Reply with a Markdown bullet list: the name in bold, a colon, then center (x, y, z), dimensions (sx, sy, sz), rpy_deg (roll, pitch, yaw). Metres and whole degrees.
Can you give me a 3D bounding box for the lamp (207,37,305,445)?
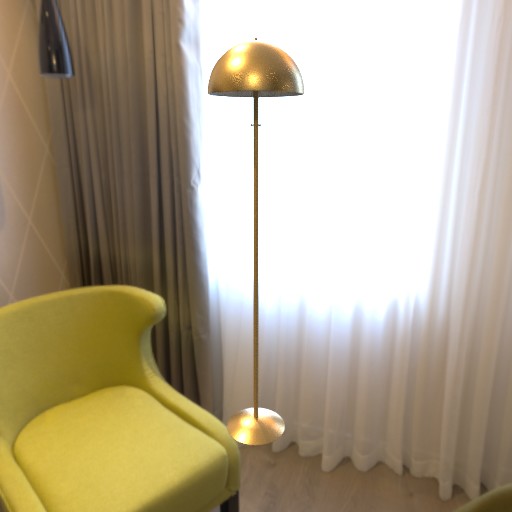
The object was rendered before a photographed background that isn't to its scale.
- **lamp**: center (0.000, 0.000, 1.651), dimensions (0.328, 1.480, 0.328), rpy_deg (-3, 17, -10)
